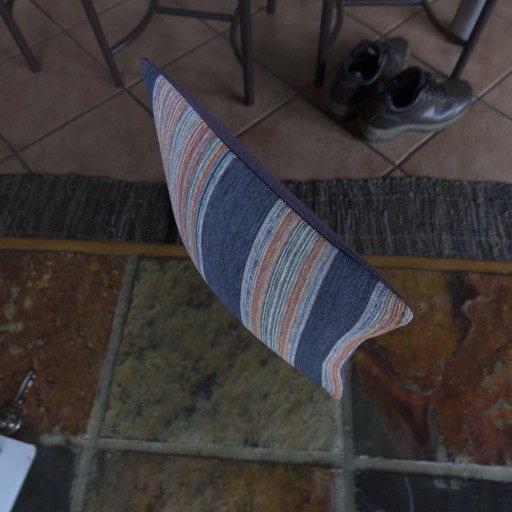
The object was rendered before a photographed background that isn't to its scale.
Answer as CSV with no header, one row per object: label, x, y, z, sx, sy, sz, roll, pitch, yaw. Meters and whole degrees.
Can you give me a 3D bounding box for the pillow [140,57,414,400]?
pillow,0.000,0.000,0.641,0.136,0.419,0.437,-37,68,-17
